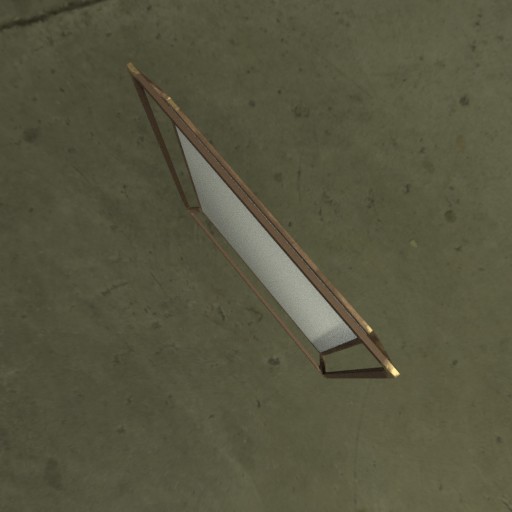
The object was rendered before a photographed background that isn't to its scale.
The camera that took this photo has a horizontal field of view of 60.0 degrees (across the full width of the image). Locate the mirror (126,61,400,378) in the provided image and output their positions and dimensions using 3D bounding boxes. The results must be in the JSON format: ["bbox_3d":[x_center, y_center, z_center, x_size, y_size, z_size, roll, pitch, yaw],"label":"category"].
[{"bbox_3d":[0.000,0.000,0.929,0.032,0.610,0.610,-38,78,-10],"label":"mirror"}]
